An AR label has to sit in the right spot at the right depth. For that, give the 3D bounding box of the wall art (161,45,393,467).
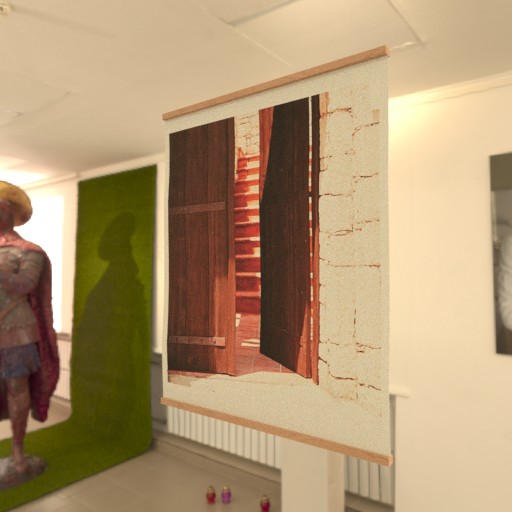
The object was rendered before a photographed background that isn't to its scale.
[{"bbox_3d":[0.000,0.000,0.661,0.406,0.508,0.013,-1,-2,37],"label":"wall art"}]
